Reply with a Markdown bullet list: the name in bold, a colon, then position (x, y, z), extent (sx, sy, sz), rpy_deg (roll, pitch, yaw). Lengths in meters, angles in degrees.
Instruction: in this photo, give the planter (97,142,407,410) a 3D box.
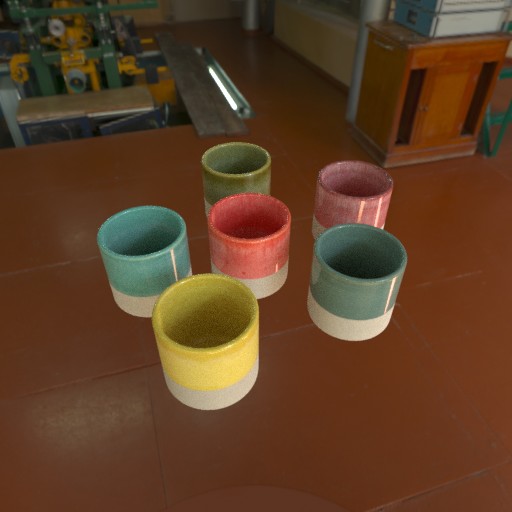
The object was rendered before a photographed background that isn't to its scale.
- **planter**: position (0.000, 0.000, 0.411), extent (0.257, 0.075, 0.286), rpy_deg (11, 42, 13)
